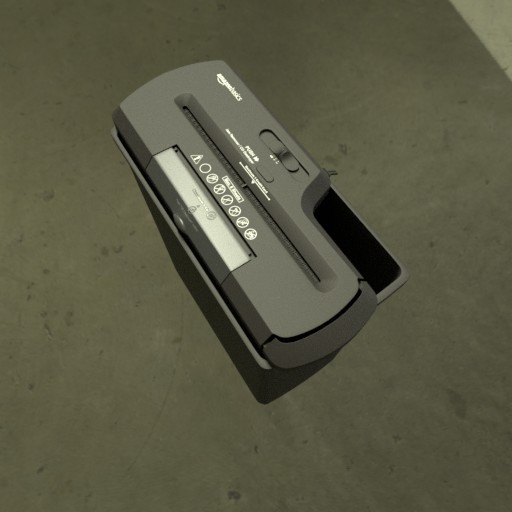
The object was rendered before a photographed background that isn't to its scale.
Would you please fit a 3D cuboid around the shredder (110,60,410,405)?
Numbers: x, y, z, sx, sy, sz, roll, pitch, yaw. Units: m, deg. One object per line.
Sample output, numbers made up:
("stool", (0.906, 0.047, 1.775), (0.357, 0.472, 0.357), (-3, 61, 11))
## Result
("shredder", (0.000, 0.000, 0.528), (0.170, 0.335, 0.320), (-30, 67, -14))
